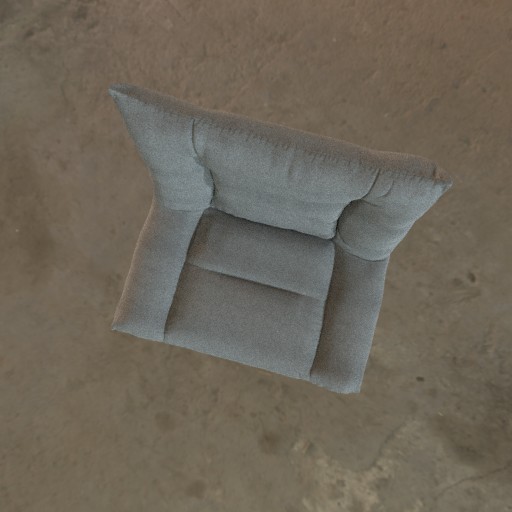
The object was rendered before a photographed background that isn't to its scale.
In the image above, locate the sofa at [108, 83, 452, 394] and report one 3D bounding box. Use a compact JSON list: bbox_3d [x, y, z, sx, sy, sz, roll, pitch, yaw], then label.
[{"bbox_3d":[0.000,0.000,1.695,1.144,0.795,0.847,14,79,3],"label":"sofa"}]
